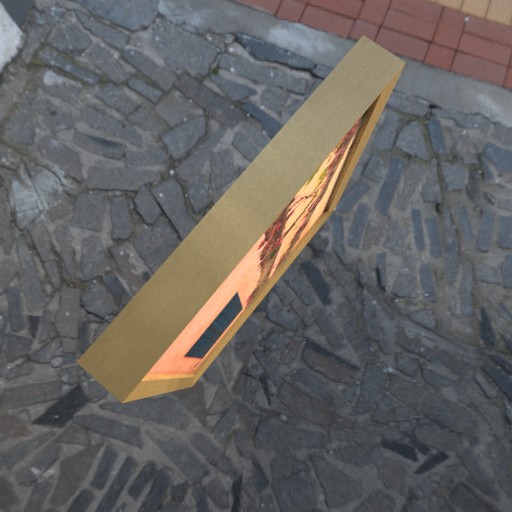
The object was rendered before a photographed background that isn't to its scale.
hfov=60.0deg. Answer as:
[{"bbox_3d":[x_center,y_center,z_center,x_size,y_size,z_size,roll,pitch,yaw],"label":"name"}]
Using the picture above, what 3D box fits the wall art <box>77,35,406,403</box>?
[{"bbox_3d":[0.000,0.000,0.445,0.038,0.305,0.304,38,78,9],"label":"wall art"}]
